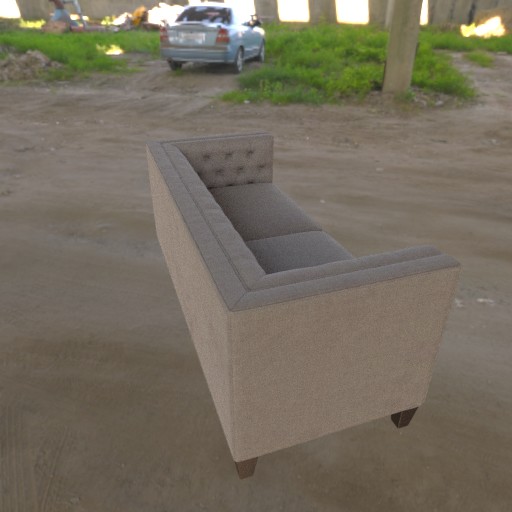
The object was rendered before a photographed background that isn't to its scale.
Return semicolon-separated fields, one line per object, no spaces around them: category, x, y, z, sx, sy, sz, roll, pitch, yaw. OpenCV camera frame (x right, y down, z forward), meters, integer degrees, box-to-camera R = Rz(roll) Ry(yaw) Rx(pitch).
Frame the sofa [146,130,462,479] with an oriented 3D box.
sofa;0.000;0.000;2.192;0.775;0.762;1.778;-10;31;-17
